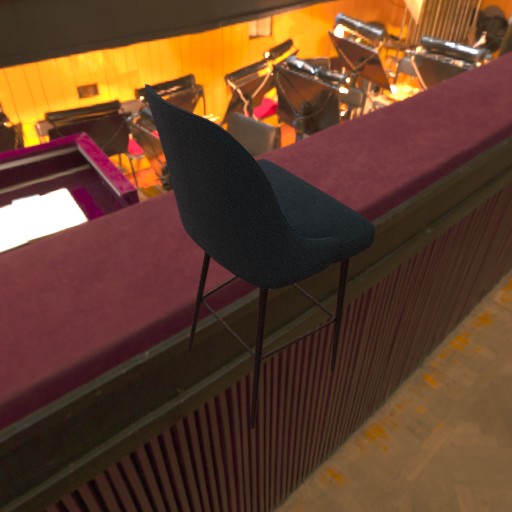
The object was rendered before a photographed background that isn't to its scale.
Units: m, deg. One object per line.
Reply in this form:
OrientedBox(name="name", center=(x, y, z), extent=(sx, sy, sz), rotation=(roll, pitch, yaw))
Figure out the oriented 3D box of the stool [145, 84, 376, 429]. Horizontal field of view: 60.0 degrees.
OrientedBox(name="stool", center=(0.000, 0.000, 1.372), extent=(0.489, 1.079, 0.527), rotation=(-26, 47, -28))
